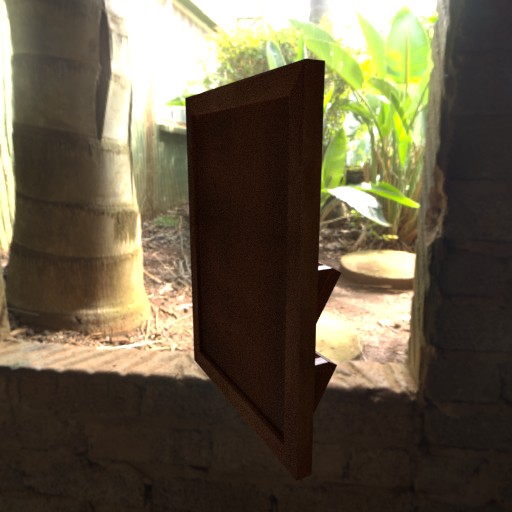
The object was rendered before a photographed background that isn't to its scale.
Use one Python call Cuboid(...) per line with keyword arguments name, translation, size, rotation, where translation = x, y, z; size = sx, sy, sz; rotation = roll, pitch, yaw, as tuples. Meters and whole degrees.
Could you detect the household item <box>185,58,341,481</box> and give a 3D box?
Cuboid(name="household item", translation=(0.000, 0.000, 0.560), size=(0.067, 0.407, 0.310), rotation=(-7, 15, -27))
